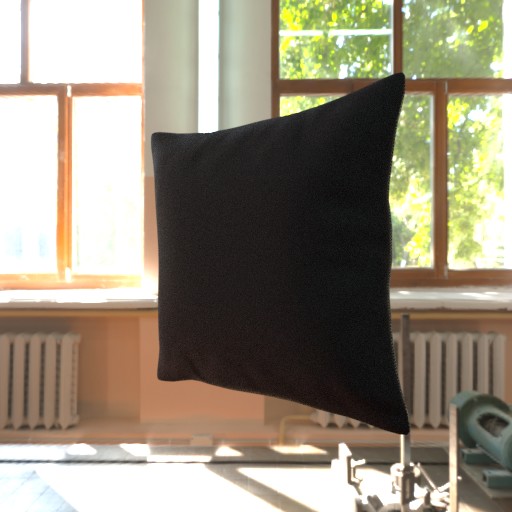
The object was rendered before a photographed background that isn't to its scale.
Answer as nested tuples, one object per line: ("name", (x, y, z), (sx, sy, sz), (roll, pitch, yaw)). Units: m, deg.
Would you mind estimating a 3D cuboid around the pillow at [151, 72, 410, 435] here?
("pillow", (0.000, 0.000, 0.767), (0.520, 0.508, 0.166), (0, 0, 36))
